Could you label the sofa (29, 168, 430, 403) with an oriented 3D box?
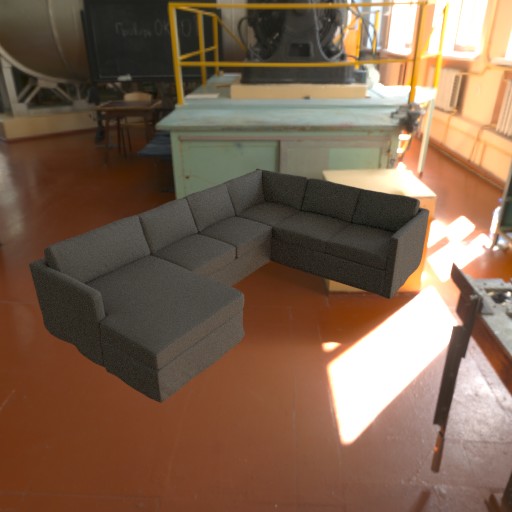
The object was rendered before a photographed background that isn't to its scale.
[{"bbox_3d":[0.000,0.000,4.611,2.476,0.878,3.528,18,32,32],"label":"sofa"}]
